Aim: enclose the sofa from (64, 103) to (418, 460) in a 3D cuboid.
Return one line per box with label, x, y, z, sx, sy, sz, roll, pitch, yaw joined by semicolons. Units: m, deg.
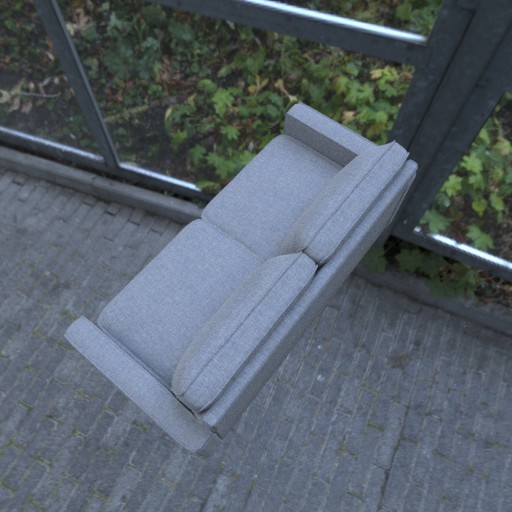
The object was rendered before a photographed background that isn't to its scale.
sofa;0.000;0.000;2.620;0.945;0.918;2.078;35;69;16
